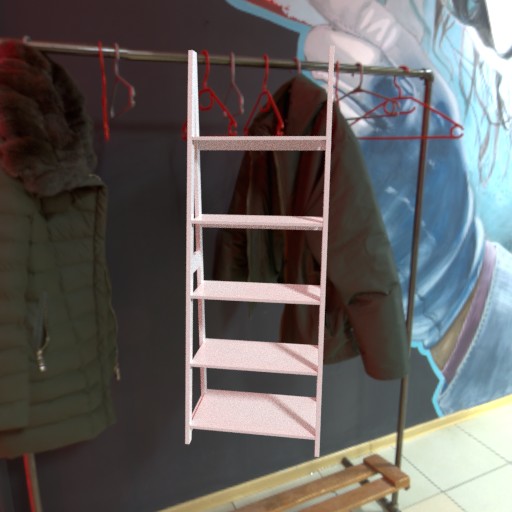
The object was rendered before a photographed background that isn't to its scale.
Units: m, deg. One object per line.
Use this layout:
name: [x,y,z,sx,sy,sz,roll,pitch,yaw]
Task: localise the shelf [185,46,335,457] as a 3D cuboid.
shelf: [0.000,0.000,2.008,0.636,1.779,0.341,2,14,8]
